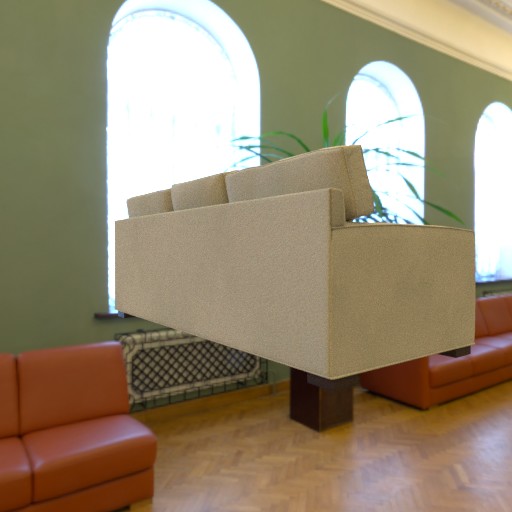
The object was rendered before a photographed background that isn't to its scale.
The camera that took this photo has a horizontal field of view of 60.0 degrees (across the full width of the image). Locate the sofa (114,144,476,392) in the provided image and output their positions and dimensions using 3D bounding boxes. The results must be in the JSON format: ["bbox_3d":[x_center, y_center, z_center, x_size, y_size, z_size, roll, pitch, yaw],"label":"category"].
[{"bbox_3d":[0.000,0.000,2.549,0.935,0.862,2.088,-1,1,-37],"label":"sofa"}]
